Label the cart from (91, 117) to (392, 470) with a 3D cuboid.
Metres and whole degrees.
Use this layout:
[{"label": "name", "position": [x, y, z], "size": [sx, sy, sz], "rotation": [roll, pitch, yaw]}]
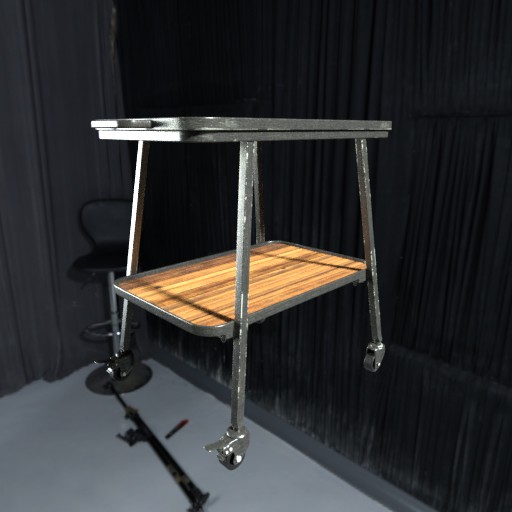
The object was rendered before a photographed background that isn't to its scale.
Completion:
[{"label": "cart", "position": [0.000, 0.000, 1.200], "size": [0.806, 0.700, 0.515], "rotation": [-15, 22, -43]}]
